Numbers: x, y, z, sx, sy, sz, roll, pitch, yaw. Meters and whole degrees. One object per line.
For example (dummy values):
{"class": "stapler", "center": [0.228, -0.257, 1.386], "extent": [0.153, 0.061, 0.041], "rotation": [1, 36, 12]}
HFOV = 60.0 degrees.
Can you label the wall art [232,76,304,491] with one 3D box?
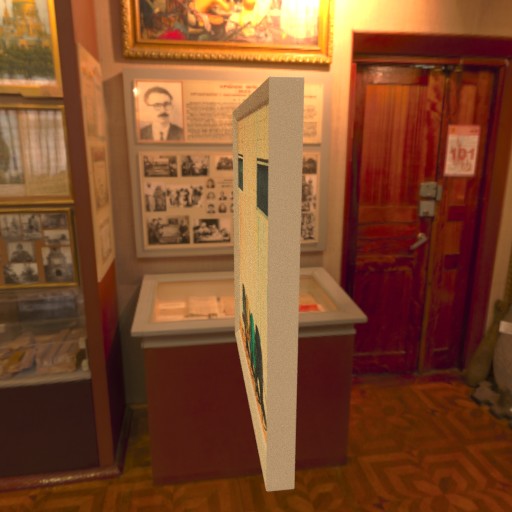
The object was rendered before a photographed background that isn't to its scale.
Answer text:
{"class": "wall art", "center": [0.000, 0.000, 0.764], "extent": [0.037, 0.508, 0.508], "rotation": [-2, 14, -7]}
